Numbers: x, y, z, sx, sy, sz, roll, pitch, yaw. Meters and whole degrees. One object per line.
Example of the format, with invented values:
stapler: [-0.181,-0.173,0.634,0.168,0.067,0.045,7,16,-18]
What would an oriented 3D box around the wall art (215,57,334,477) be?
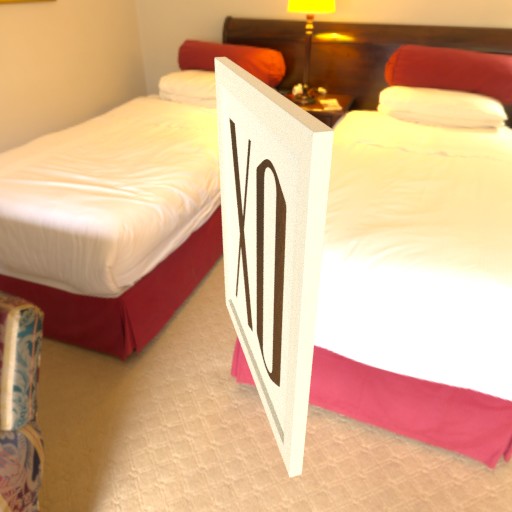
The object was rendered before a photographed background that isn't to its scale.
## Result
wall art: [0.000,0.000,0.722,0.020,0.536,0.444,-9,33,-13]
